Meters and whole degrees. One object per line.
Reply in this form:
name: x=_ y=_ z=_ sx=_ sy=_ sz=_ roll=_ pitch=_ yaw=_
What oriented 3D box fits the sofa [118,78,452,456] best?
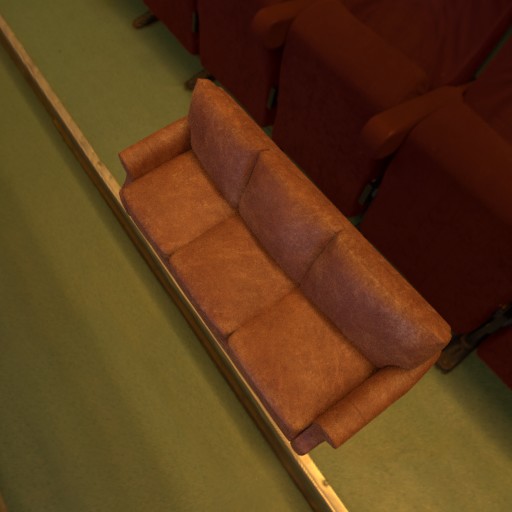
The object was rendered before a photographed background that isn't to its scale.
sofa: x=0.000 y=0.000 z=2.842 sx=0.973 sy=0.977 sz=2.351 roll=-33 pitch=68 yaw=-15
